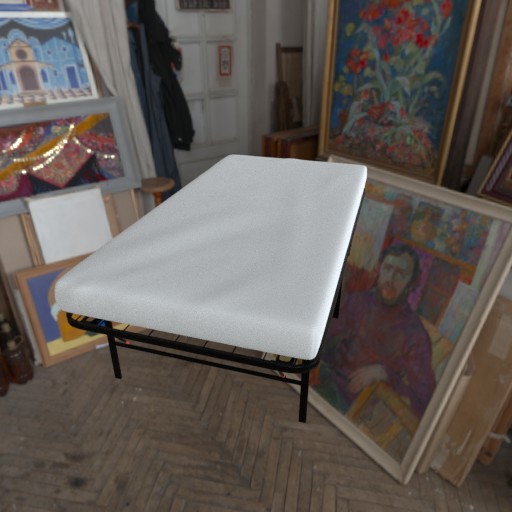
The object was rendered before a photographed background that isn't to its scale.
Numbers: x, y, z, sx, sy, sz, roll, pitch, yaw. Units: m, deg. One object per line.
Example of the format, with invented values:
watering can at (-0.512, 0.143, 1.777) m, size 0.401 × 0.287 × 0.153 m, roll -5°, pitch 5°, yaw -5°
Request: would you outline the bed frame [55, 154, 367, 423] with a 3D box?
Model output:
bed frame at (0.000, 0.000, 2.391) m, size 0.989 × 0.619 × 1.903 m, roll 8°, pitch 29°, yaw 15°
